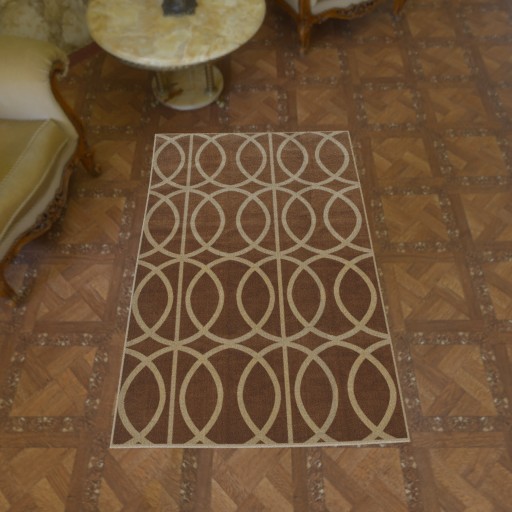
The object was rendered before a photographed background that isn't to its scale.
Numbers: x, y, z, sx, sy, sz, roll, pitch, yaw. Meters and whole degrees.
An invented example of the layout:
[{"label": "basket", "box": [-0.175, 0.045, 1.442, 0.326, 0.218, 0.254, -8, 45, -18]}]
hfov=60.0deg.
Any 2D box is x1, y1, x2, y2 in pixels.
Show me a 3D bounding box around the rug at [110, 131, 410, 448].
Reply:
[{"label": "rug", "box": [0.000, 0.000, 2.852, 1.528, 0.014, 2.294, -1, 57, -1]}]
